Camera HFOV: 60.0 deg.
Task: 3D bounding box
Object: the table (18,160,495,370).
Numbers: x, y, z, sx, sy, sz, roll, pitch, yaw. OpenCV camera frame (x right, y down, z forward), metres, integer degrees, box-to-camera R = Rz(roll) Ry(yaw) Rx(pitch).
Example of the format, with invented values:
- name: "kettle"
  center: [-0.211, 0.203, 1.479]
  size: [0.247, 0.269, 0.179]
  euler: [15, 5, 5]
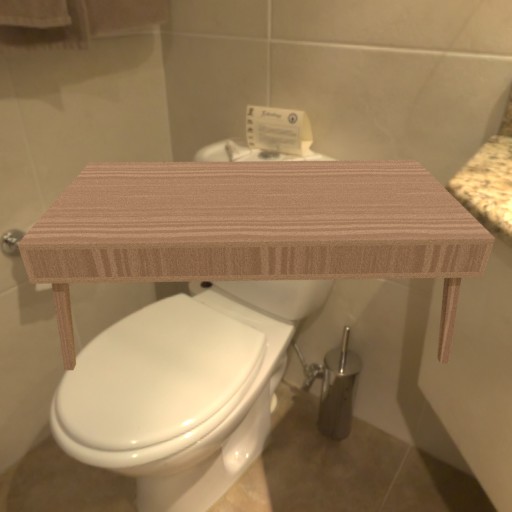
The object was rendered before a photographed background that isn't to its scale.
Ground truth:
- name: "table"
  center: [0.000, 0.000, 1.484]
  size: [1.200, 0.450, 0.600]
  euler: [-1, 31, -1]
